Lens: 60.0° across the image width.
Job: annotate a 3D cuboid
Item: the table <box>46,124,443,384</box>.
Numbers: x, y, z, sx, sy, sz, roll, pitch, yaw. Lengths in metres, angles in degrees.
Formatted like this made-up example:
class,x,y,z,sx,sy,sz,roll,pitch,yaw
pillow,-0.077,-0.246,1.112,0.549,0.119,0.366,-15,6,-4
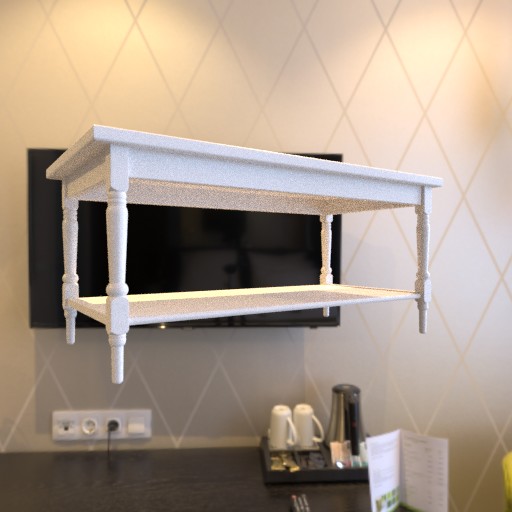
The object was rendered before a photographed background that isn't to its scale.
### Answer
class,x,y,z,sx,sy,sz,roll,pitch,yaw
table,0.000,0.000,1.375,1.107,0.510,0.550,0,1,-34
